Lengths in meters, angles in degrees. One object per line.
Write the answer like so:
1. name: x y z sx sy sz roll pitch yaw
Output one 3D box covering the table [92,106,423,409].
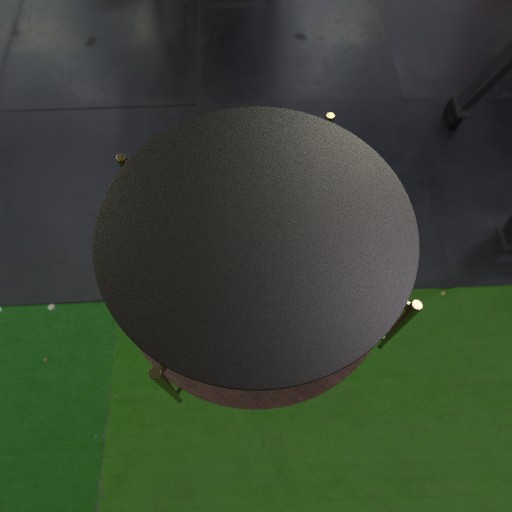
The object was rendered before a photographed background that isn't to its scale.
1. table: 0.000 0.000 1.465 0.938 0.400 0.938 0 63 0
